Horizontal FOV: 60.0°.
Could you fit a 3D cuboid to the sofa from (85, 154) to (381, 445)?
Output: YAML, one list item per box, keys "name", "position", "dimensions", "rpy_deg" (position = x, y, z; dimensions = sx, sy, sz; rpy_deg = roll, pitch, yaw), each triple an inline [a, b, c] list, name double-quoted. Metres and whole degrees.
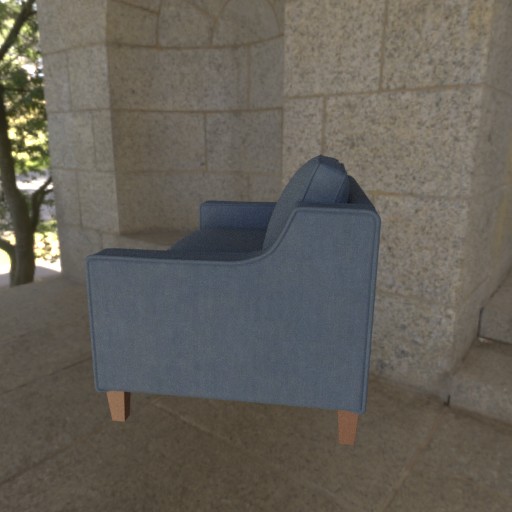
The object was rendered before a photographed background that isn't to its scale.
- name: "sofa"
  position: [0.000, 0.000, 2.173]
  dimensions: [0.987, 0.971, 1.501]
  rpy_deg: [2, 14, 9]
